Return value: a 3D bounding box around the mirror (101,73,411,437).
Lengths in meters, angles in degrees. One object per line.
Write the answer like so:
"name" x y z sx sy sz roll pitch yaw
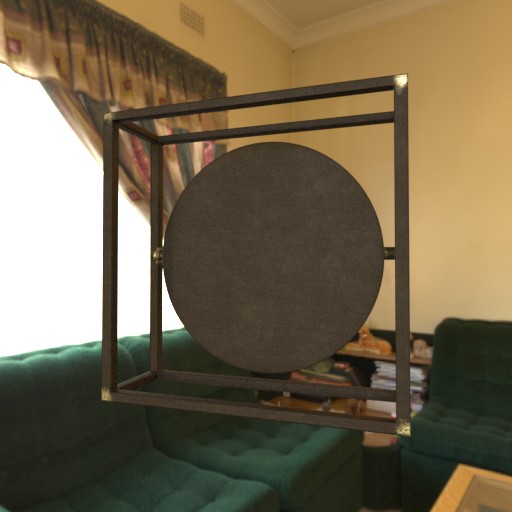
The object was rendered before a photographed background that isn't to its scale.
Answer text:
"mirror" 0.000 0.000 0.469 0.306 0.303 0.107 0 -1 19
